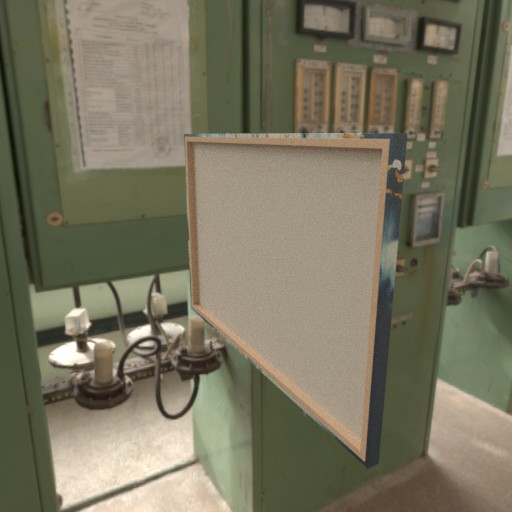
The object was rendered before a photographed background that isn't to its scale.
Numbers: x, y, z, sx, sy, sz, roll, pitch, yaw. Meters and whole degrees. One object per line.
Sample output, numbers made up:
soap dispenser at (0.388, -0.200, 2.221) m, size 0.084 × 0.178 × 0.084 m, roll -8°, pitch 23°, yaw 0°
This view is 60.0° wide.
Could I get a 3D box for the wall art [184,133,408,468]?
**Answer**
wall art at (0.000, 0.000, 1.427) m, size 0.035 × 0.759 × 1.138 m, roll -8°, pitch 17°, yaw -28°
